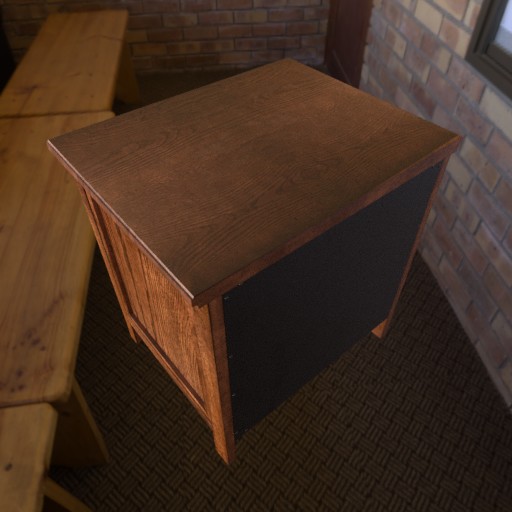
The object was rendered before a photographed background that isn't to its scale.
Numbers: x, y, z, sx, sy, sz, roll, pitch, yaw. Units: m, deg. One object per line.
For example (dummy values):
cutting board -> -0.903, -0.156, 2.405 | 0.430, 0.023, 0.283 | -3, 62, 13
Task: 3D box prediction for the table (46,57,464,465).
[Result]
table -> 0.000, 0.000, 0.997 | 0.586, 0.597, 0.461 | -31, 53, -27
